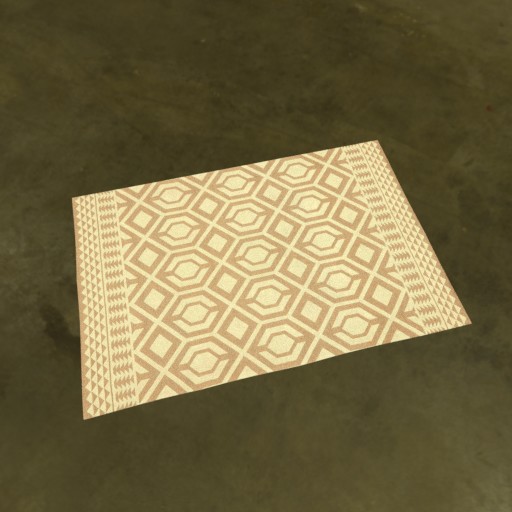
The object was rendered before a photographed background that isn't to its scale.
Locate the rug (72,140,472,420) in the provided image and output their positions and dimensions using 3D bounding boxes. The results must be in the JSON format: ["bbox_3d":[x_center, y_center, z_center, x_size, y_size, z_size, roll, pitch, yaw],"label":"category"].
[{"bbox_3d":[0.000,0.000,2.308,1.829,0.008,1.219,-12,61,-7],"label":"rug"}]
